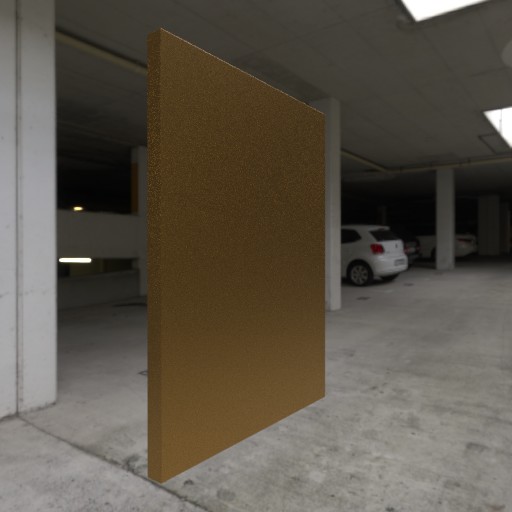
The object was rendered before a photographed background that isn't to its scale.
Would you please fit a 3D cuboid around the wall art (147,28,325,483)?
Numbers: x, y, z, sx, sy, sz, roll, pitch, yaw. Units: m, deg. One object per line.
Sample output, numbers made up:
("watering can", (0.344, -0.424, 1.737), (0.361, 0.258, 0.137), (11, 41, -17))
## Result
("wall art", (0.000, 0.000, 1.044), (0.038, 0.812, 0.610), (0, 0, 37))
